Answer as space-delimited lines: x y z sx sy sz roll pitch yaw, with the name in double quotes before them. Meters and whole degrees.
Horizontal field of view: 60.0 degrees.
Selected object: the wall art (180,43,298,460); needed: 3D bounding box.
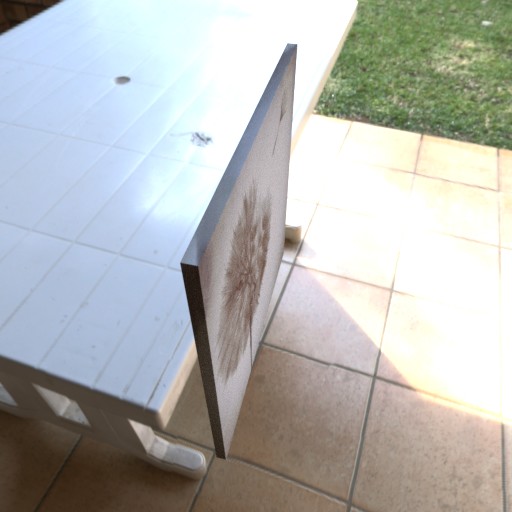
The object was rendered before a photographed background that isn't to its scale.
"wall art" 0.000 0.000 1.133 0.027 0.762 0.762 10 48 9
